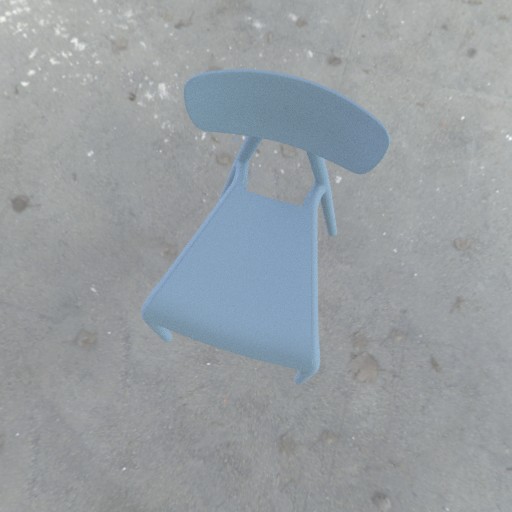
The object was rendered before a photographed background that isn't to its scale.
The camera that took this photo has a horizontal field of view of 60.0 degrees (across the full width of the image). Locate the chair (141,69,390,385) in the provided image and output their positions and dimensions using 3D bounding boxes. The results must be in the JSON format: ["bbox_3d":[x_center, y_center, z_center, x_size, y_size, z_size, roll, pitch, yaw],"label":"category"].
[{"bbox_3d":[0.000,0.000,0.829,0.356,0.580,0.401,17,76,4],"label":"chair"}]
